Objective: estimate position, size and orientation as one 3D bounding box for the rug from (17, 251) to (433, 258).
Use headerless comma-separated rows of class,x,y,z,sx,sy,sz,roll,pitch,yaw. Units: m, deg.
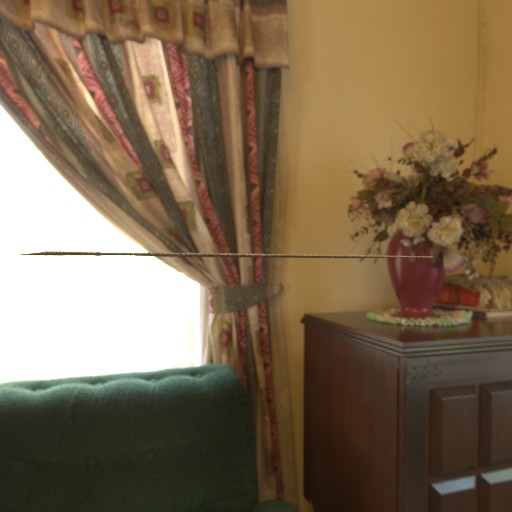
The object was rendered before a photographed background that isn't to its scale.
rug,0.000,0.000,2.648,2.438,0.006,0.783,1,-1,-36
